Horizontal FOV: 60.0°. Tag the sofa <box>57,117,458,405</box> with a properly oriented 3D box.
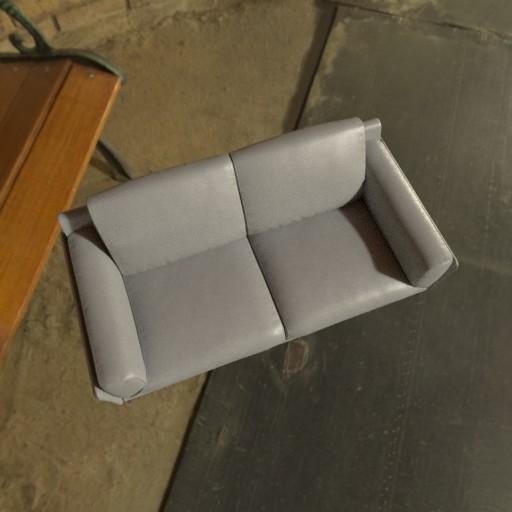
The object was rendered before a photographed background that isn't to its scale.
[{"bbox_3d":[0.000,0.000,2.662,2.101,0.930,1.049,-19,66,-8],"label":"sofa"}]
